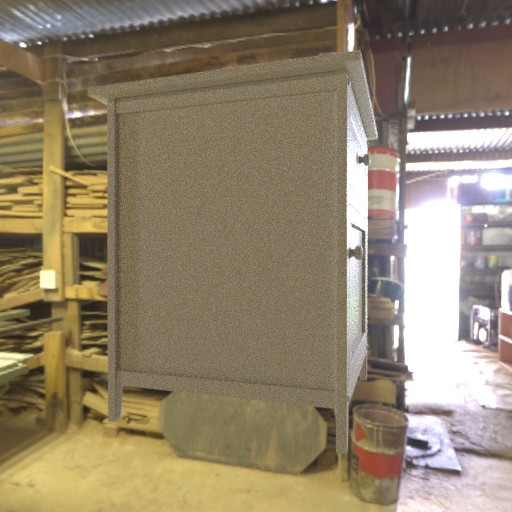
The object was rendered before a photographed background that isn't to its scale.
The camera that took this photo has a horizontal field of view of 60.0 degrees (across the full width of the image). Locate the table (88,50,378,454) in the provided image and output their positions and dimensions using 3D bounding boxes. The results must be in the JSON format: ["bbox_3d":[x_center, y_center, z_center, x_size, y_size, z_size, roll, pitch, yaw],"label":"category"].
[{"bbox_3d":[0.000,0.000,0.756,0.381,0.483,0.381,0,0,18],"label":"table"}]
